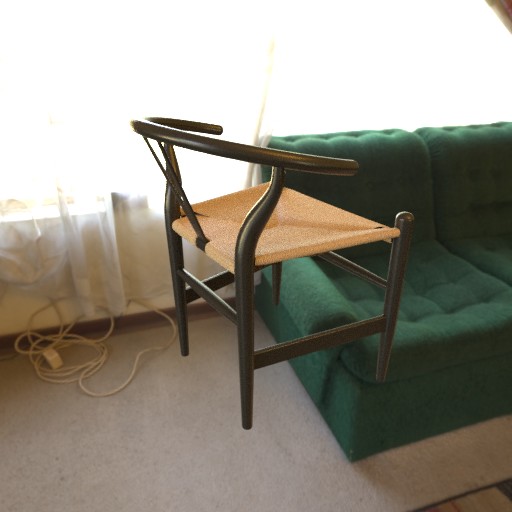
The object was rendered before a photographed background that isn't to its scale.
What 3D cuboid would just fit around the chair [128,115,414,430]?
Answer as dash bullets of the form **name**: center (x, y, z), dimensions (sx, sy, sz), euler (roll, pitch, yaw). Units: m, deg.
- **chair**: center (0.000, 0.000, 1.176), dimensions (0.570, 0.739, 0.570), euler (-17, 30, -31)
